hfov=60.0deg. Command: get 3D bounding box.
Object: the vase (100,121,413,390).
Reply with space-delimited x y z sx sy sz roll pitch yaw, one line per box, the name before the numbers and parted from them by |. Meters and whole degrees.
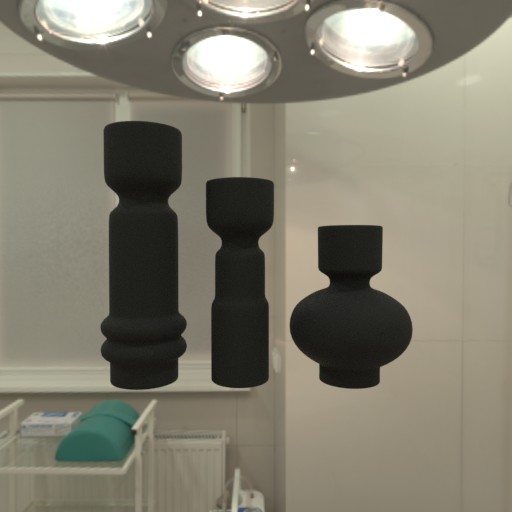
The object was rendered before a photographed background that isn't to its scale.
vase | 0.000 0.000 0.442 0.307 0.249 0.120 0 1 0
